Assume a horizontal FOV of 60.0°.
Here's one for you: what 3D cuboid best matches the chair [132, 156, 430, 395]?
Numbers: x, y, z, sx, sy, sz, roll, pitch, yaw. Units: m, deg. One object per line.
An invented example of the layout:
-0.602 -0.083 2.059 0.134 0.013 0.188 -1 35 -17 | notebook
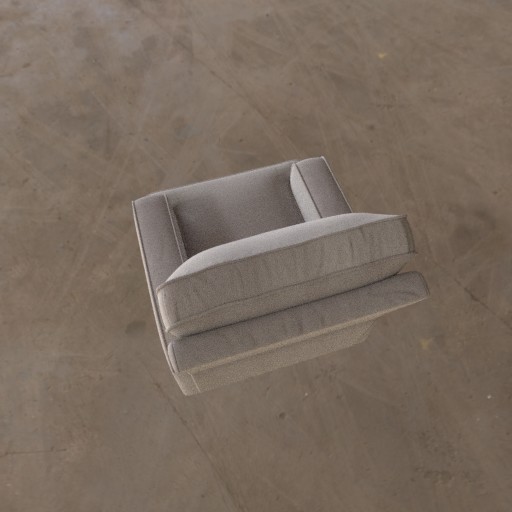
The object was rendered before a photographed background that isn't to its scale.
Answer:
0.000 0.000 1.735 0.861 0.964 0.969 -15 59 -9 | chair
